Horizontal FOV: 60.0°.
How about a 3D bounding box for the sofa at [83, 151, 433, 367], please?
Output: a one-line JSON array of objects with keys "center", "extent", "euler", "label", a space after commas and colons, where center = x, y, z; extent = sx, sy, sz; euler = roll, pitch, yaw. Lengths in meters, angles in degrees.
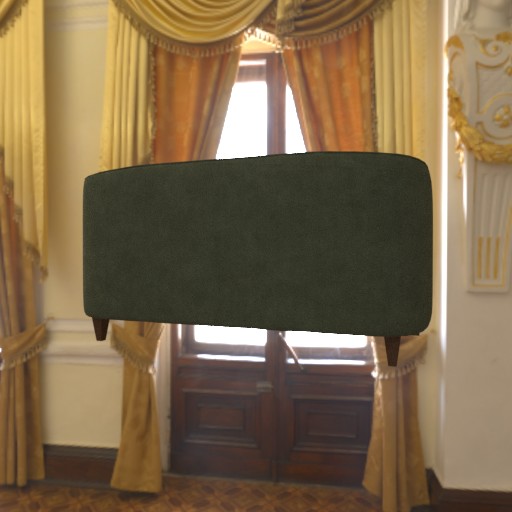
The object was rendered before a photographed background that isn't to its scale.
[{"center": [0.000, 0.000, 2.330], "extent": [1.733, 0.855, 0.941], "euler": [0, 1, 20], "label": "sofa"}]
